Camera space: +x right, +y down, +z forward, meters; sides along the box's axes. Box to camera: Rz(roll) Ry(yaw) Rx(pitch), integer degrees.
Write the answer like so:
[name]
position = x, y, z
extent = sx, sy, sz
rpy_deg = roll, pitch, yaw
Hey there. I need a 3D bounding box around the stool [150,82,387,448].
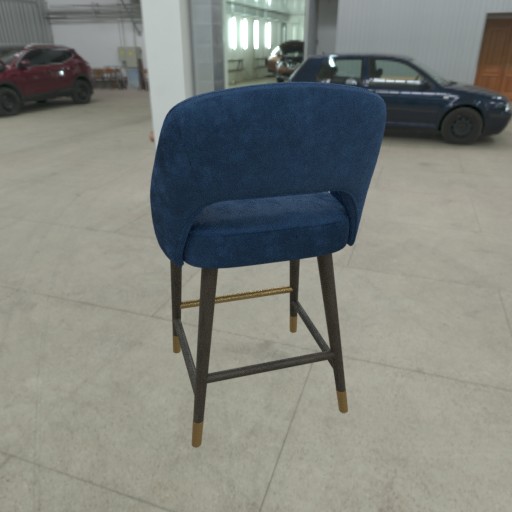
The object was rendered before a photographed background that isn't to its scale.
[stool]
position = 0.000, 0.000, 1.219
extent = 0.536, 0.925, 0.524
rpy_deg = -7, 26, -15
